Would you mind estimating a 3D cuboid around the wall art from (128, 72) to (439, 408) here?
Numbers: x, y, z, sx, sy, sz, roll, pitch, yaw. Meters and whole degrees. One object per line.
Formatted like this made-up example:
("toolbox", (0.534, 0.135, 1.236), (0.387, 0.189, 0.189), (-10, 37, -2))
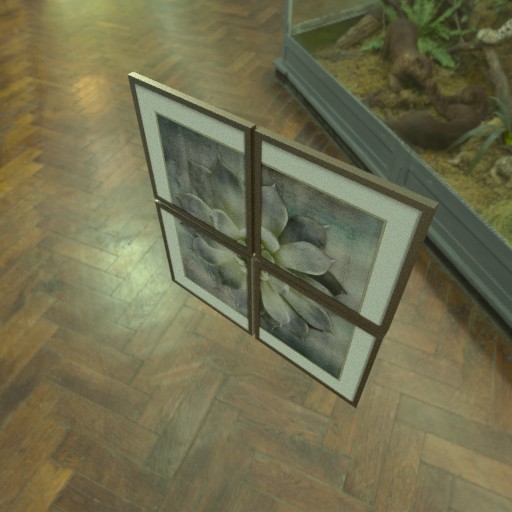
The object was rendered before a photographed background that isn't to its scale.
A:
("wall art", (0.000, 0.000, 1.581), (1.032, 1.032, 0.030), (31, 54, 25))
